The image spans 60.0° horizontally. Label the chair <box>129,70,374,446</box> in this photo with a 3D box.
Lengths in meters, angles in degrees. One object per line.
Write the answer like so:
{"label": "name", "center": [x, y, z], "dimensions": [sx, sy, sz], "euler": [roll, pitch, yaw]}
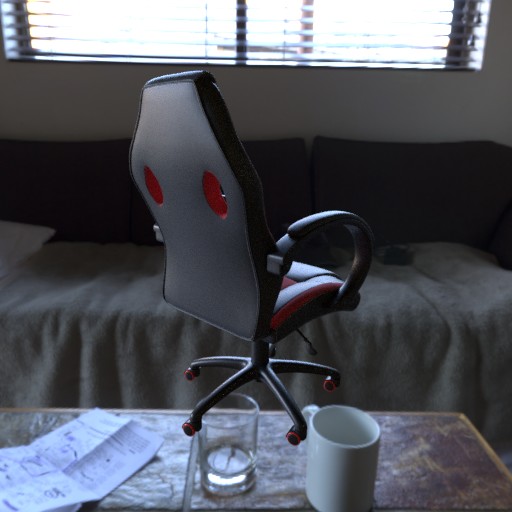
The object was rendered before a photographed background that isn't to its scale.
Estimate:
{"label": "chair", "center": [0.000, 0.000, 1.623], "dimensions": [0.673, 1.187, 0.724], "euler": [15, 21, 43]}
